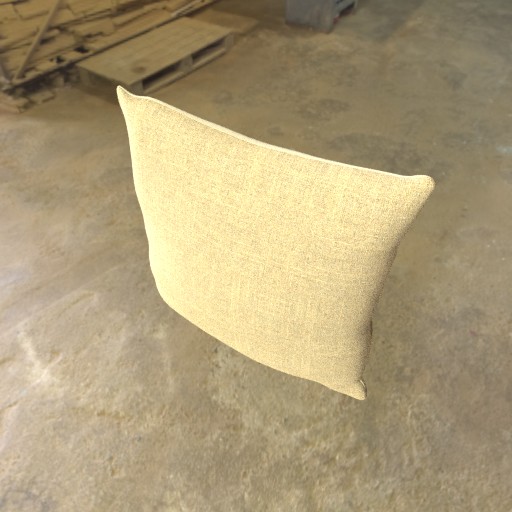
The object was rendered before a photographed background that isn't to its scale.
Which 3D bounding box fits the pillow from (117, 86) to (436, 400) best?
[{"bbox_3d":[0.000,0.000,0.669,0.439,0.440,0.182,24,50,21],"label":"pillow"}]
